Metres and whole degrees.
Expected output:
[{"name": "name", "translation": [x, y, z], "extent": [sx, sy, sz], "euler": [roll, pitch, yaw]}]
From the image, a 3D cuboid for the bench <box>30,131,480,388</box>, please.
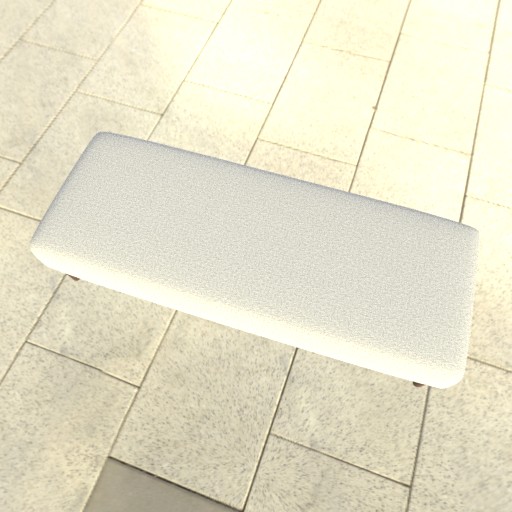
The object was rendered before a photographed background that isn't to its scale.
[{"name": "bench", "translation": [0.000, 0.000, 1.794], "extent": [1.598, 0.383, 0.631], "euler": [16, 65, 8]}]
